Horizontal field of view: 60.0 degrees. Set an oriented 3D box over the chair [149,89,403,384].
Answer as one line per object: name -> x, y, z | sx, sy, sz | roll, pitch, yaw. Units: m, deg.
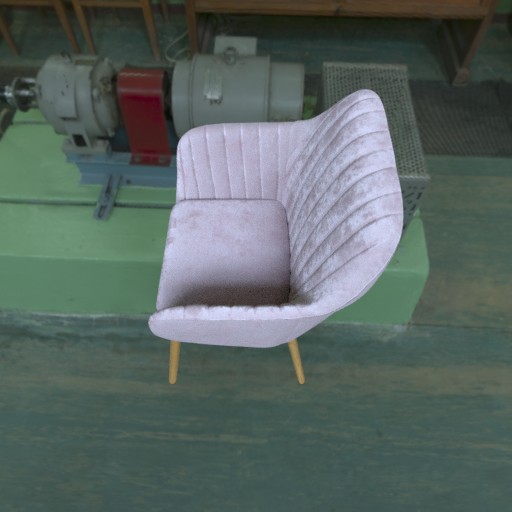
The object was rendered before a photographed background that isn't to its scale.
chair -> 0.000, 0.000, 1.251 | 0.570, 0.832, 0.610 | 1, 57, 1
